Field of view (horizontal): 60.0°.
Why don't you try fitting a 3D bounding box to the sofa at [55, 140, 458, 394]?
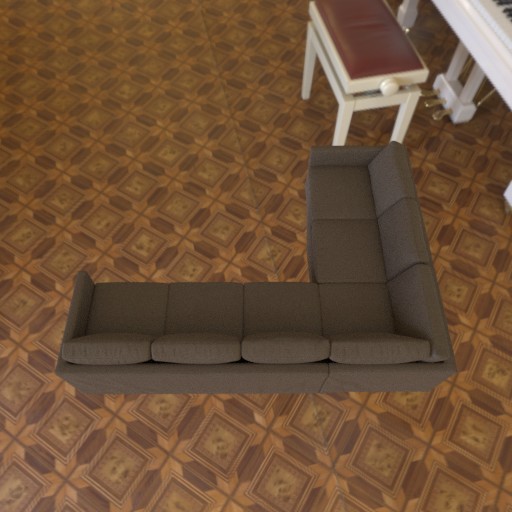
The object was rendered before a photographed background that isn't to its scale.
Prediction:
[{"bbox_3d":[0.000,0.000,4.286,3.182,0.871,2.432,0,60,0],"label":"sofa"}]
